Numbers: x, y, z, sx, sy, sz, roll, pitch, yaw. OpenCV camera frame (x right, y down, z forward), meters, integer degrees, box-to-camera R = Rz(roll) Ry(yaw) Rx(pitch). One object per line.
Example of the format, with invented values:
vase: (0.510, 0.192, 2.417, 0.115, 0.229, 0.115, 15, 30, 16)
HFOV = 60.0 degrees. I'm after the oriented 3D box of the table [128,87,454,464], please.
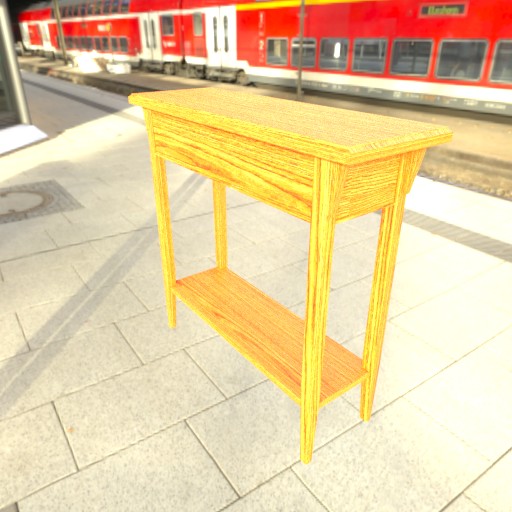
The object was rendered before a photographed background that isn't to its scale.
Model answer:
table: (0.000, 0.000, 1.102, 0.254, 0.711, 0.762, -19, 32, -33)
